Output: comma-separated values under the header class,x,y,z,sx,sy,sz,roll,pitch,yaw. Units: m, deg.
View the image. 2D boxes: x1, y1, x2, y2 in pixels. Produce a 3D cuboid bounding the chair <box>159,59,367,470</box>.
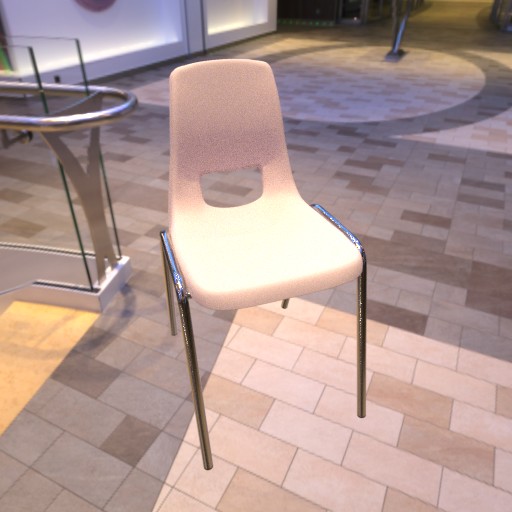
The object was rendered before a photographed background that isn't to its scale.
class,x,y,z,sx,sy,sz,roll,pitch,yaw
chair,0.000,0.000,0.935,0.381,0.704,0.436,-11,35,-17
